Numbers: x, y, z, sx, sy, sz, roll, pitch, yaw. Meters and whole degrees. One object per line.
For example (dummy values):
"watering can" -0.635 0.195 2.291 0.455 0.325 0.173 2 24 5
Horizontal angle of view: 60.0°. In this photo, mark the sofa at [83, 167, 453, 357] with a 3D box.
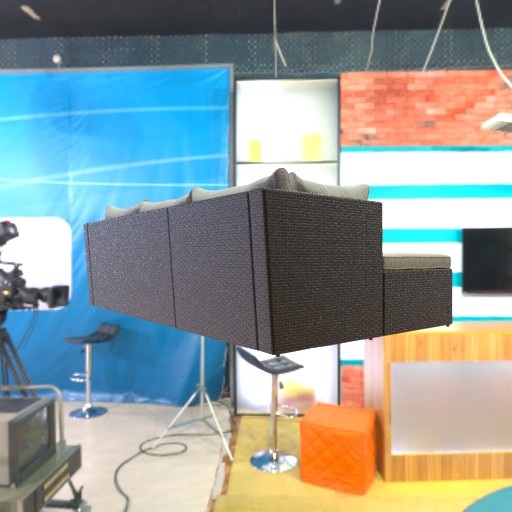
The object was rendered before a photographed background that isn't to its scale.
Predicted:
"sofa" 0.000 0.000 2.957 1.612 0.766 2.192 0 0 -37
